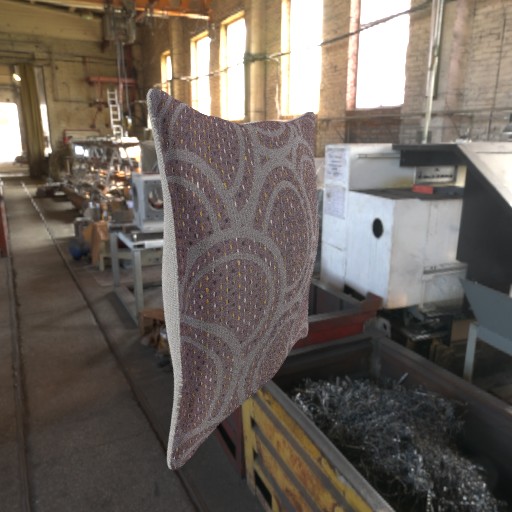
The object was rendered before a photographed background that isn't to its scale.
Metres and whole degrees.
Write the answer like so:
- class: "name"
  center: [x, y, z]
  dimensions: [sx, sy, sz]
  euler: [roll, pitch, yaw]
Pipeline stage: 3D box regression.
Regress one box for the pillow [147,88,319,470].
- class: "pillow"
  center: [0.000, 0.000, 0.781]
  dimensions: [0.163, 0.513, 0.514]
  euler: [7, 16, 26]
